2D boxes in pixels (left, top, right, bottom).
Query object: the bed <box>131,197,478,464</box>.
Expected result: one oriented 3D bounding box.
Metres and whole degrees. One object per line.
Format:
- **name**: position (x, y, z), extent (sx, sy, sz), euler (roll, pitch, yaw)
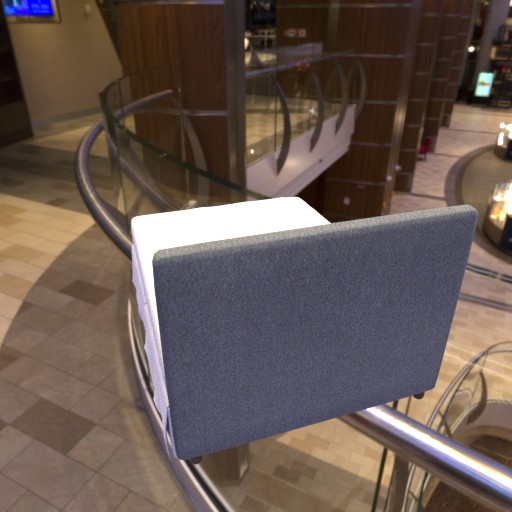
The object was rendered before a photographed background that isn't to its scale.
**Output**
- **bed**: position (0.000, 0.000, 3.191), extent (1.723, 1.330, 2.142), euler (-9, 29, -17)
